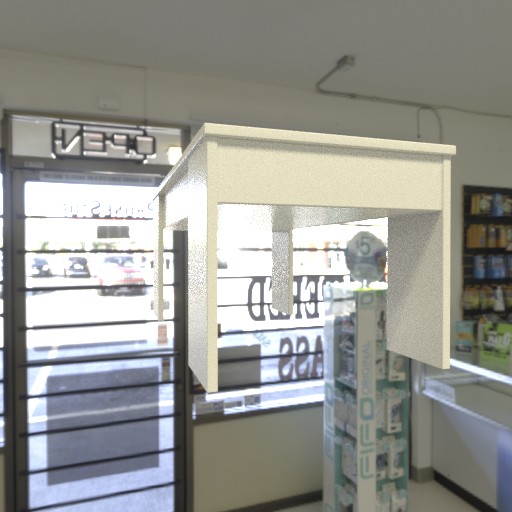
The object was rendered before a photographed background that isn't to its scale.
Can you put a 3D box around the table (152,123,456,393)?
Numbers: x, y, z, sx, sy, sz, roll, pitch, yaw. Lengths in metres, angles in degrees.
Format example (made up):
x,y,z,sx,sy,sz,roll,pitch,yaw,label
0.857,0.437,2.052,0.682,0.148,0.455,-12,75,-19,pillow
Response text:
x,y,z,sx,sy,sz,roll,pitch,yaw,label
0.000,0.000,1.268,0.500,0.440,1.000,0,1,-18,table
